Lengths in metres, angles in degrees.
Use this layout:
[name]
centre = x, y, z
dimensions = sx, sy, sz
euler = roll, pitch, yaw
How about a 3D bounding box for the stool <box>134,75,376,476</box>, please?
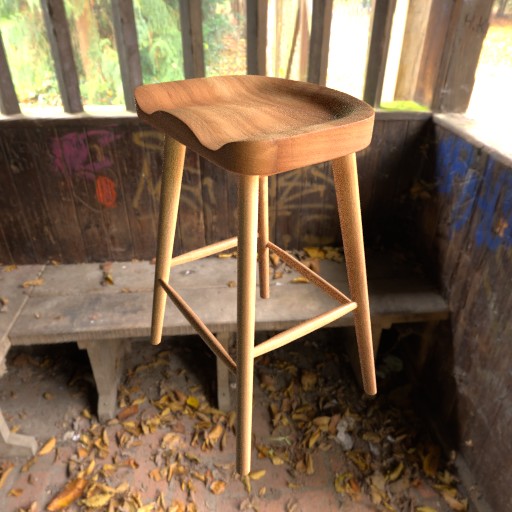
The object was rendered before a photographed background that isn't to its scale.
[stool]
centre = 0.000, 0.000, 0.889
dimensions = 0.361, 0.615, 0.440
euler = -20, 37, -28
